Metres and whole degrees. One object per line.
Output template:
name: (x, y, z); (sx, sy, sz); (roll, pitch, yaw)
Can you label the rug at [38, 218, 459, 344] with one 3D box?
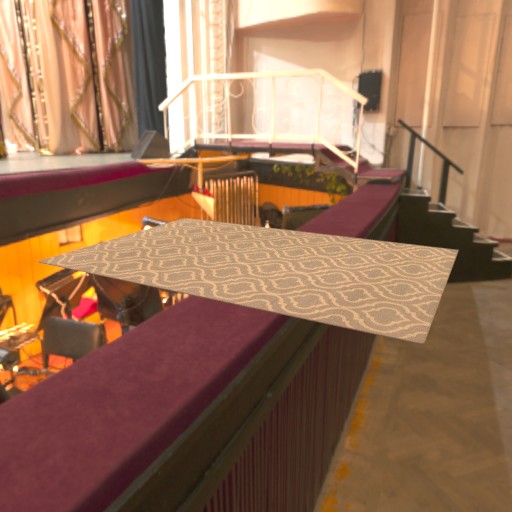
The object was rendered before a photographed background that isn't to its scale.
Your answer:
rug: (0.000, 0.000, 2.194); (1.749, 0.015, 1.141); (9, 18, 27)
